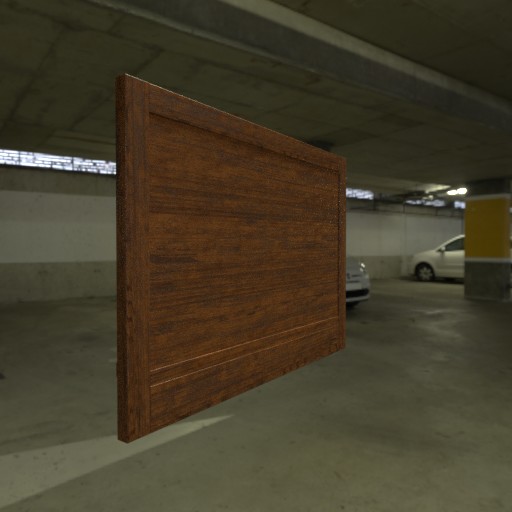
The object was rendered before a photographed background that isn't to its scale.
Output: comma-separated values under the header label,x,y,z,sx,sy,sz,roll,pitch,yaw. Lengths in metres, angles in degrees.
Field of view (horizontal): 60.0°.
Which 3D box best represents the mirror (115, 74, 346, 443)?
label,x,y,z,sx,sy,sz,roll,pitch,yaw
mirror,0.000,0.000,0.972,0.084,0.537,0.758,1,1,36
